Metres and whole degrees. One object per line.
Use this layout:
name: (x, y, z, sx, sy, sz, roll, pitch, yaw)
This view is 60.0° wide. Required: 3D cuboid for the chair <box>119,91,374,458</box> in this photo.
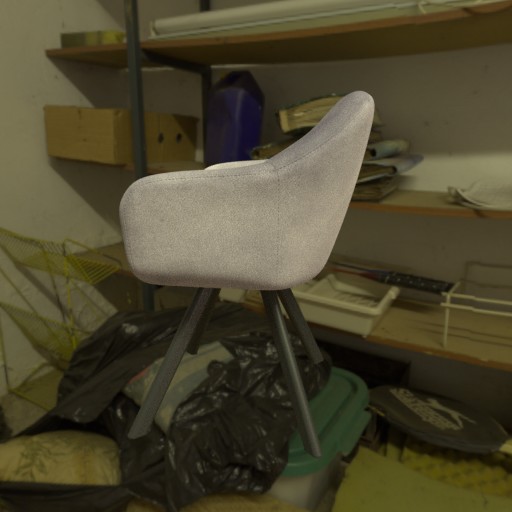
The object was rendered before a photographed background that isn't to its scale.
chair: (0.000, 0.000, 1.129, 0.540, 0.780, 0.570, 2, 14, 8)
